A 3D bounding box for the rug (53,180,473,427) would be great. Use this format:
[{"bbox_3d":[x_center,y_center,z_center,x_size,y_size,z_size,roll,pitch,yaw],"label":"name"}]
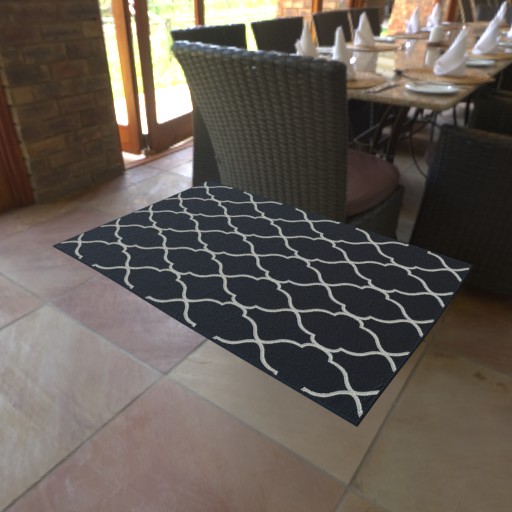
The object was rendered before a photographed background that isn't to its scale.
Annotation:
[{"bbox_3d":[0.000,0.000,2.869,2.290,0.014,1.526,23,38,32],"label":"rug"}]
